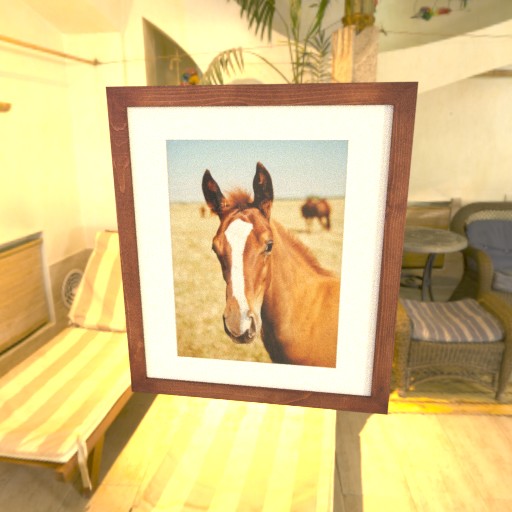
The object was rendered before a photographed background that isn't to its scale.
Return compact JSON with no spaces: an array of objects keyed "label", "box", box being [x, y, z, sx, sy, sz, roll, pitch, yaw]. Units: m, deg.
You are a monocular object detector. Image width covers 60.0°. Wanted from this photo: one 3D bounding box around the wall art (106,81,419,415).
[{"label":"wall art","box":[0.000,0.000,0.529,0.330,0.381,0.030,2,16,8]}]
